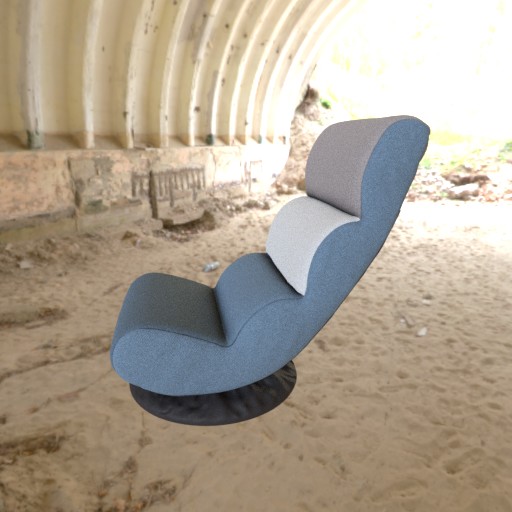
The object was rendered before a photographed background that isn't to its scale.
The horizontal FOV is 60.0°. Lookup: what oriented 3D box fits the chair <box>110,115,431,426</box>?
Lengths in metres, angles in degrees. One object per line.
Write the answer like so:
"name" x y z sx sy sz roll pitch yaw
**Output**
"chair" 0.000 0.000 1.067 0.661 0.641 0.420 -3 15 -10
